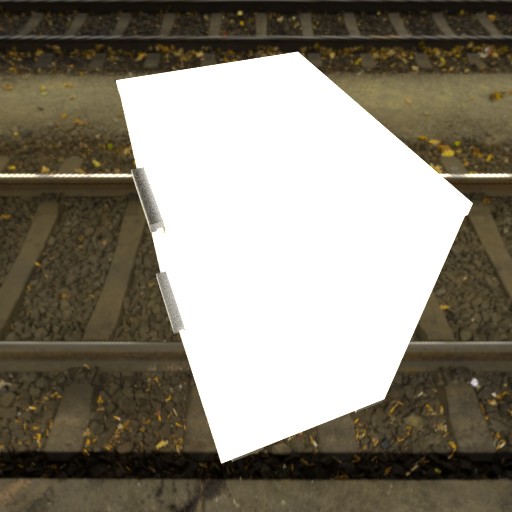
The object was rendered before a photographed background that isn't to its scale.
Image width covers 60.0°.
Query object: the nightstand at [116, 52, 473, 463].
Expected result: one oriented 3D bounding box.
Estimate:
[{"bbox_3d":[0.000,0.000,0.741,0.325,0.460,0.441,-15,48,-15],"label":"nightstand"}]
